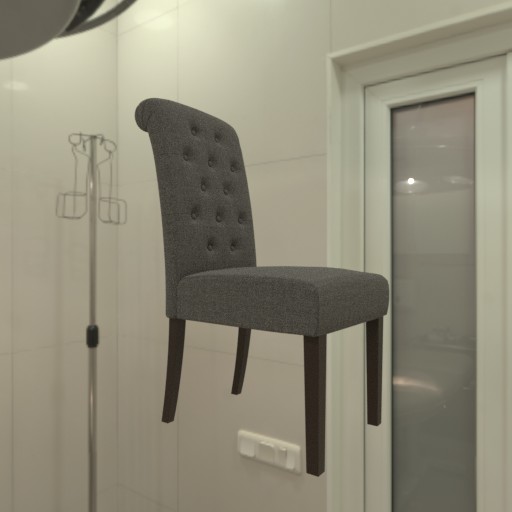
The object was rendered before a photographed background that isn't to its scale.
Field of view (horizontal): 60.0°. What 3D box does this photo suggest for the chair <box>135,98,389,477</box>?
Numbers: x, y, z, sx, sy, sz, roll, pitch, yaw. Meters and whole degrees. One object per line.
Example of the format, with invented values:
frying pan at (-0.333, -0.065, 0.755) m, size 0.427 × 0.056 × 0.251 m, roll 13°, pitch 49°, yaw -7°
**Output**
chair at (0.000, 0.000, 1.359) m, size 0.671 × 1.006 × 0.456 m, roll 0°, pitch 0°, yaw 36°
